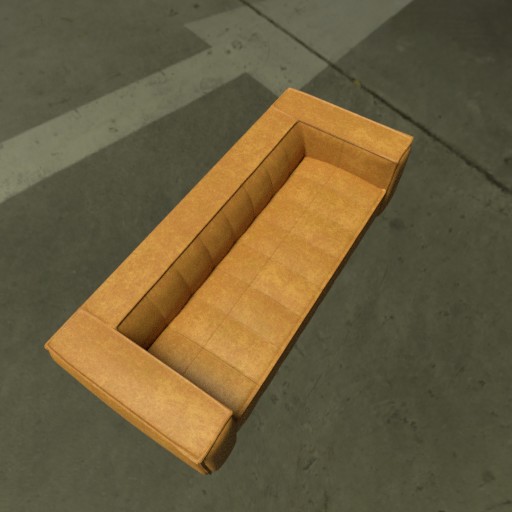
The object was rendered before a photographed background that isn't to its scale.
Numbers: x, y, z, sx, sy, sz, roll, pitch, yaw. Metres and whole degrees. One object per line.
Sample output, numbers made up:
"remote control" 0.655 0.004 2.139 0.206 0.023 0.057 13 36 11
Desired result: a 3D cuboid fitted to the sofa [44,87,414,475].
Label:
"sofa" 0.000 0.000 3.028 1.102 0.701 2.581 29 63 17
